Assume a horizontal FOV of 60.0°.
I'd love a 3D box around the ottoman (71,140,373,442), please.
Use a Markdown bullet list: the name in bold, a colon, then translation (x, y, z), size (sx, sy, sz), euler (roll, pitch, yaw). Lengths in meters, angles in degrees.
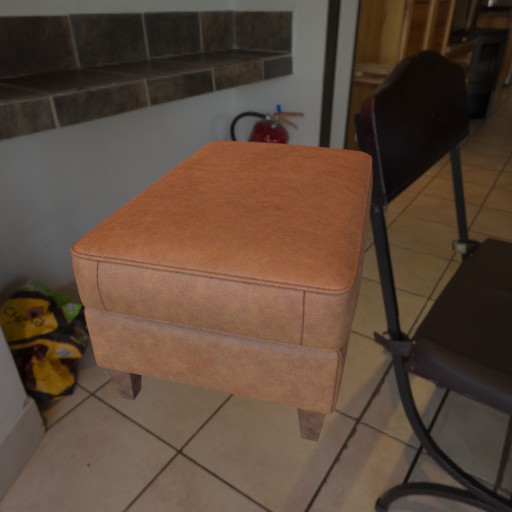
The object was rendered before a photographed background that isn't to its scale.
- **ottoman**: translation (0.000, 0.000, 1.245), size (0.584, 0.483, 0.864), euler (8, 30, 13)
